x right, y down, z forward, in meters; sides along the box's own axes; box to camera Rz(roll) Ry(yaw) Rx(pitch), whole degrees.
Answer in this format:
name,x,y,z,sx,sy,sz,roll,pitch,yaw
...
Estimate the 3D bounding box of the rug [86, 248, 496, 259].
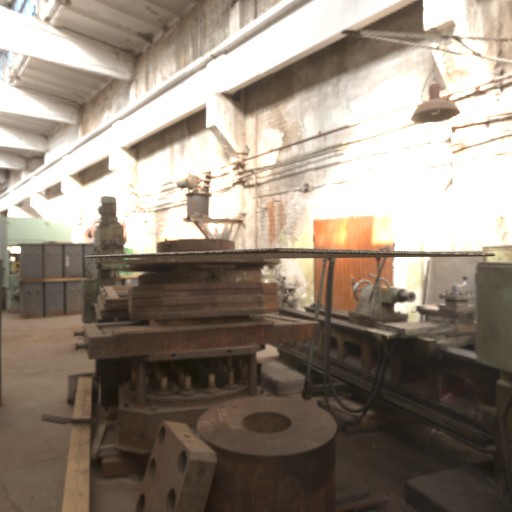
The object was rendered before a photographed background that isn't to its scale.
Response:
name,x,y,z,sx,sy,sz,roll,pitch,yaw
rug,0.000,0.000,2.165,1.144,0.014,1.748,1,-1,-36
